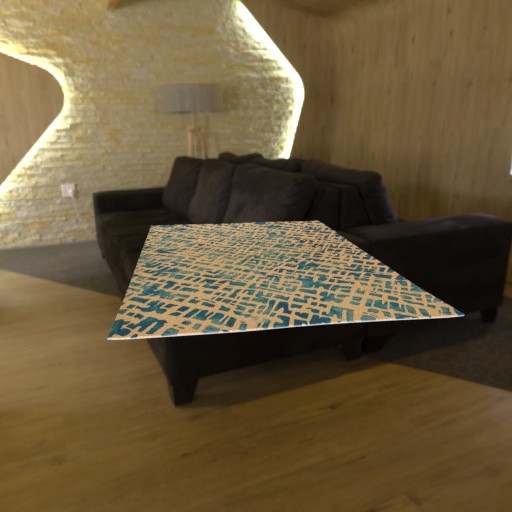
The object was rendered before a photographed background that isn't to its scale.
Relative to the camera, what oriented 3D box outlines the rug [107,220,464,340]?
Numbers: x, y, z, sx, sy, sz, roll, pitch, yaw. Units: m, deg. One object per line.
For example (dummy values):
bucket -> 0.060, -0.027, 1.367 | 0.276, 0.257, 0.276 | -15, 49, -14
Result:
rug -> 0.000, 0.000, 2.327 | 1.209, 0.011, 1.830 | -2, 15, -8
